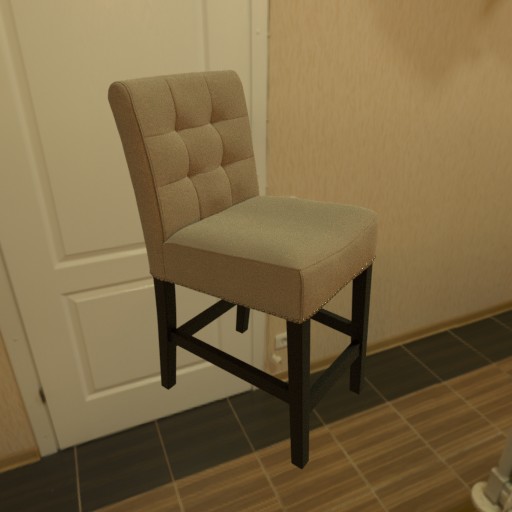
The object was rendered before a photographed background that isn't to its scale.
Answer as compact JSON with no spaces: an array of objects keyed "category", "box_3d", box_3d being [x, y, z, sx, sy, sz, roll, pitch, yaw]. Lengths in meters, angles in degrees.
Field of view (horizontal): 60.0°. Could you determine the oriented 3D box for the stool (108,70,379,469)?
[{"category":"stool","box_3d":[0.000,0.000,1.193,0.571,0.885,0.427,19,33,33]}]
